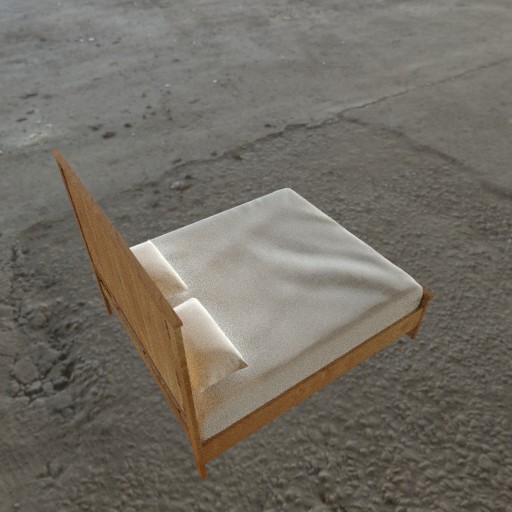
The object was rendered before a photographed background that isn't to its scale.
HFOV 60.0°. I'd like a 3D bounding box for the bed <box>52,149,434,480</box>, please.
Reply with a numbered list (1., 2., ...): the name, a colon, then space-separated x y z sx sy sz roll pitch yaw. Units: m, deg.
1. bed: 0.000 0.000 3.576 2.201 1.686 1.936 -24 47 -25
